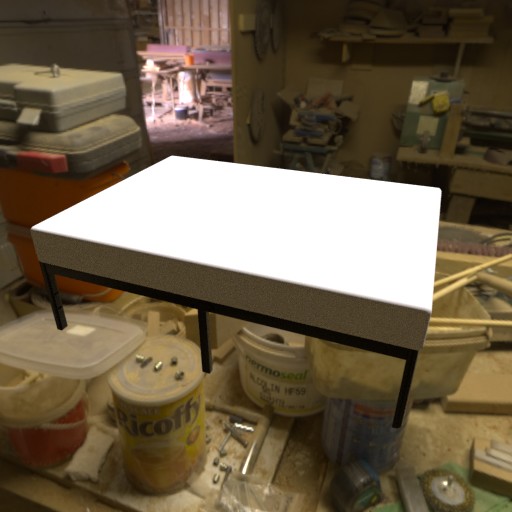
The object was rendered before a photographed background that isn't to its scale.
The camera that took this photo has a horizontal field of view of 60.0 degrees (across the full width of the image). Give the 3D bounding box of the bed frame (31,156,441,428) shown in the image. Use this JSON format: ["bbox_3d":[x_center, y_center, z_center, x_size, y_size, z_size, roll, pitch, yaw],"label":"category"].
[{"bbox_3d":[0.000,0.000,2.680,1.956,0.659,1.408,11,31,19],"label":"bed frame"}]
